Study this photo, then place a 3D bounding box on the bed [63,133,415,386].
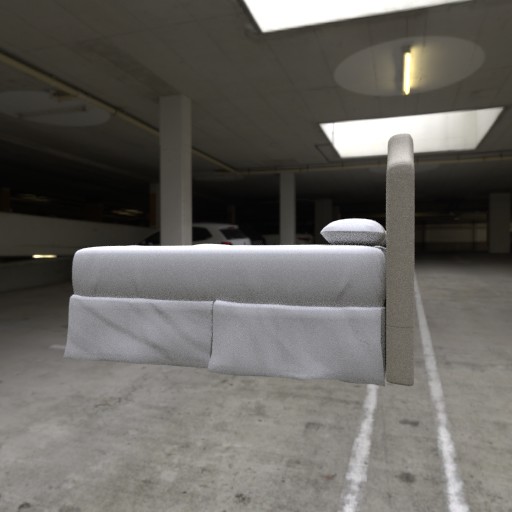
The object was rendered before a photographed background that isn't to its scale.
[{"bbox_3d":[0.000,0.000,3.209,2.116,1.290,1.693,0,0,18],"label":"bed"}]
